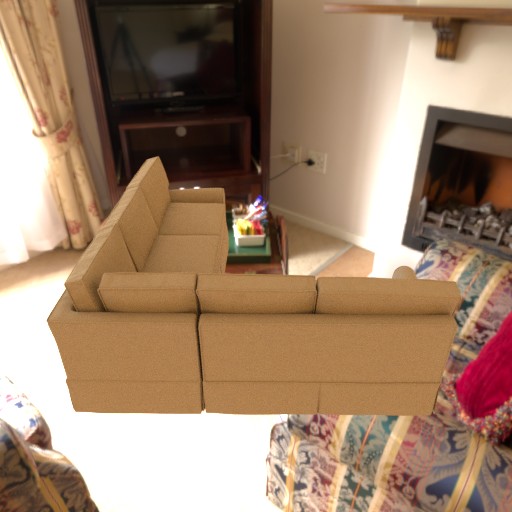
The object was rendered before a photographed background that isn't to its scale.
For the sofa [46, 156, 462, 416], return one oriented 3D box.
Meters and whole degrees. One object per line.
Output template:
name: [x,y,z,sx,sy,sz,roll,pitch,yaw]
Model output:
sofa: [0.000,0.000,4.173,2.730,1.124,2.733,0,31,0]
